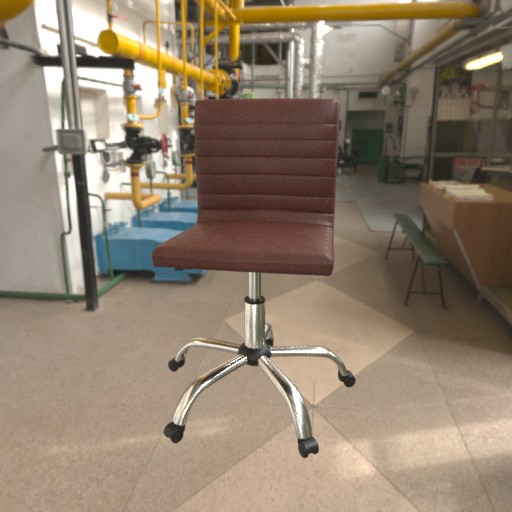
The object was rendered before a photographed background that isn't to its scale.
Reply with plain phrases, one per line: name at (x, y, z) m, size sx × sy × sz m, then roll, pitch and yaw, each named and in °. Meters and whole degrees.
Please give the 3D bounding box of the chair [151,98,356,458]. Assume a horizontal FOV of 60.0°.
chair at (0.000, 0.000, 1.142) m, size 0.556 × 0.780 × 0.530 m, roll 3°, pitch 17°, yaw 9°
